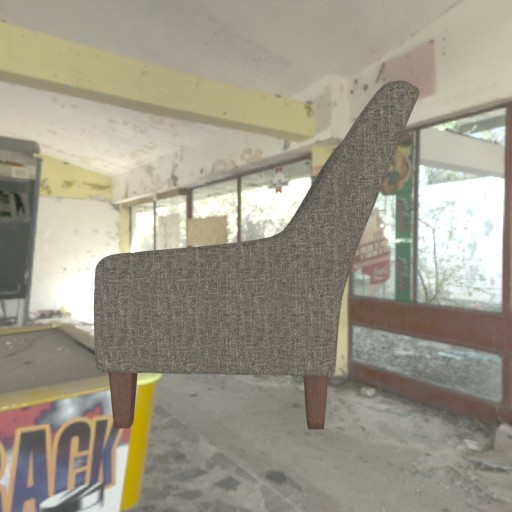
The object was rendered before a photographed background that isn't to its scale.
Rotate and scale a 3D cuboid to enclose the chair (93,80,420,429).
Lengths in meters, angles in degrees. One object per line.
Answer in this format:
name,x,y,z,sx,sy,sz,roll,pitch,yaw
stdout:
chair,0.000,0.000,1.647,0.944,1.012,0.793,0,1,1
